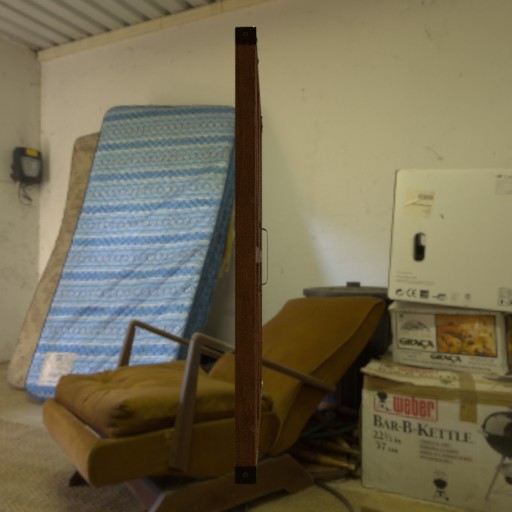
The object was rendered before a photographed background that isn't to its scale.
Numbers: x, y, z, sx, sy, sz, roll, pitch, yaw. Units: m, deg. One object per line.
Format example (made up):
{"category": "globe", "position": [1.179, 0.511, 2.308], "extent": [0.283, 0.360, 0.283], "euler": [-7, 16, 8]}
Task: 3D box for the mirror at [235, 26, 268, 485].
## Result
{"category": "mirror", "position": [0.000, 0.000, 0.991], "extent": [0.053, 0.761, 0.517], "euler": [0, -1, 2]}
